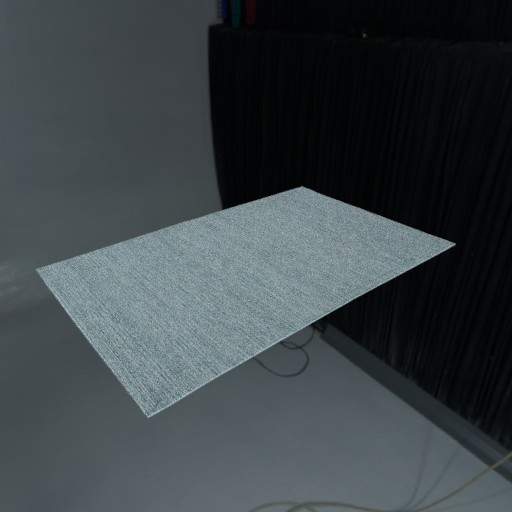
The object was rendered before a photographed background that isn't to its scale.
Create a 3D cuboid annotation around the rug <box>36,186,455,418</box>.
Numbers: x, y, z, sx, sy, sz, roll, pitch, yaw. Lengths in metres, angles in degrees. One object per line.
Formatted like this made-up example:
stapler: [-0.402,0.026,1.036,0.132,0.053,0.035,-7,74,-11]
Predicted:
rug: [0.000,0.000,2.294,1.853,0.022,1.174,-22,36,-34]
